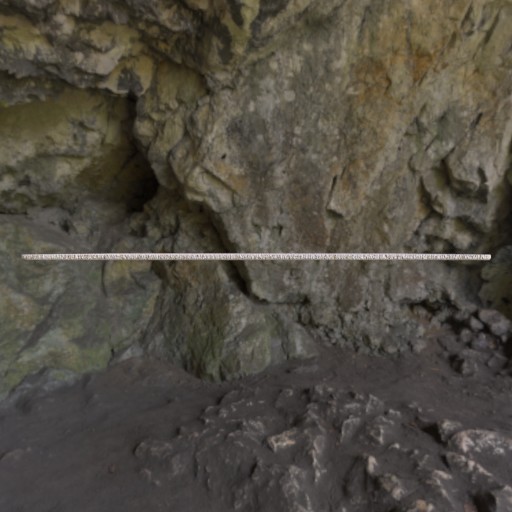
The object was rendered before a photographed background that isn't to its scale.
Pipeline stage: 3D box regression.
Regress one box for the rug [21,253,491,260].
[{"bbox_3d":[0.000,0.000,2.926,2.349,0.026,1.500,0,1,0],"label":"rug"}]
